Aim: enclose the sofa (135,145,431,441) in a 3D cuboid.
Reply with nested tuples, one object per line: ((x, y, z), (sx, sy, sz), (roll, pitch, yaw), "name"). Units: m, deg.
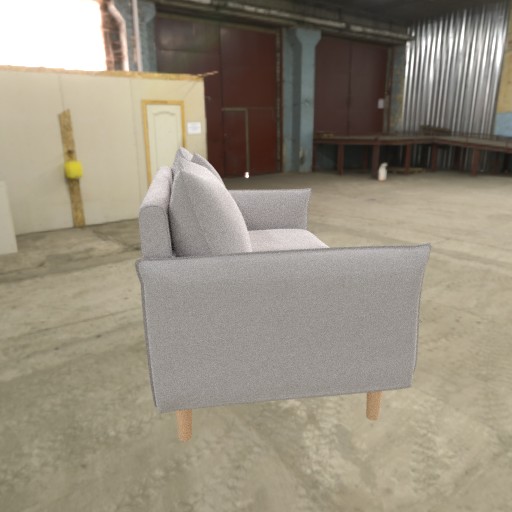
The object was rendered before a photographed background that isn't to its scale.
((0.000, 0.000, 1.808), (0.820, 0.840, 1.300), (-3, 16, -9), "sofa")
